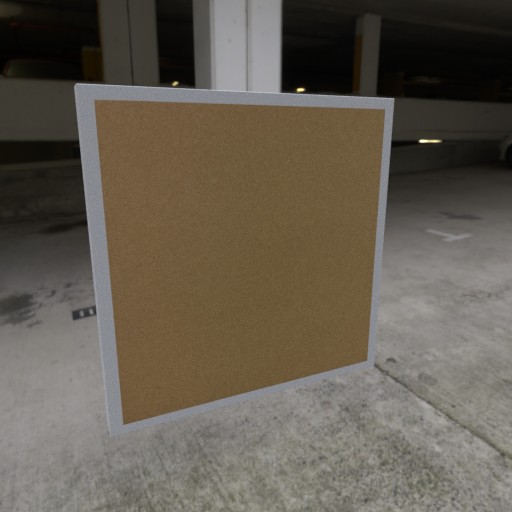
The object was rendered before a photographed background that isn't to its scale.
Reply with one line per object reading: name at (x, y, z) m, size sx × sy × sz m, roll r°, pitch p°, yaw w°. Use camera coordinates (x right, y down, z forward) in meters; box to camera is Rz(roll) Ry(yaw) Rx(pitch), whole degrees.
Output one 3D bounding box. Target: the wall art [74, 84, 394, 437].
wall art at (0.000, 0.000, 0.733) m, size 0.508 × 0.507 × 0.035 m, roll -7°, pitch 17°, yaw -25°
